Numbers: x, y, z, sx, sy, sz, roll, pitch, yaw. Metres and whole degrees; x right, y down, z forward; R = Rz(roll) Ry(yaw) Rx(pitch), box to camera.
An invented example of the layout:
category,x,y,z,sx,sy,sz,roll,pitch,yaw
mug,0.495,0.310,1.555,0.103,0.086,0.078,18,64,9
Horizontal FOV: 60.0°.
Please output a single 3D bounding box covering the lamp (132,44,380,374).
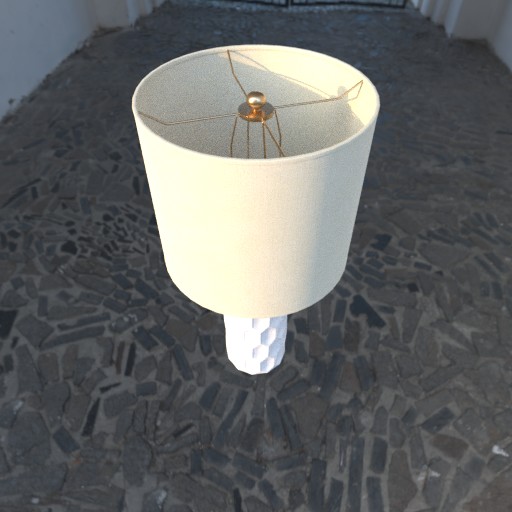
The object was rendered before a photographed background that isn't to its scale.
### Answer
category,x,y,z,sx,sy,sz,roll,pitch,yaw
lamp,0.000,0.000,0.696,0.277,0.537,0.277,16,48,15
